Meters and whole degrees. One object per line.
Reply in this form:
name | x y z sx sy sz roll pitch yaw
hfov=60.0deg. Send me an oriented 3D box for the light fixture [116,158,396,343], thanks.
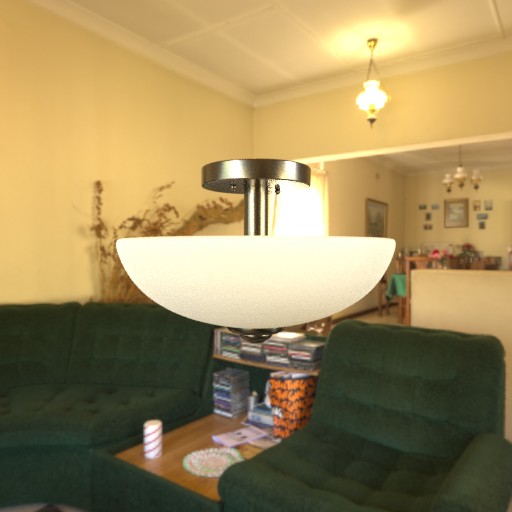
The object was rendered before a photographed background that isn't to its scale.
light fixture | 0.000 0.000 0.549 0.330 0.214 0.330 0 1 0
